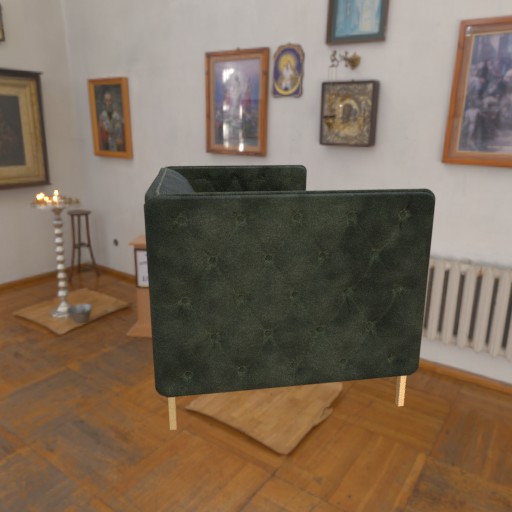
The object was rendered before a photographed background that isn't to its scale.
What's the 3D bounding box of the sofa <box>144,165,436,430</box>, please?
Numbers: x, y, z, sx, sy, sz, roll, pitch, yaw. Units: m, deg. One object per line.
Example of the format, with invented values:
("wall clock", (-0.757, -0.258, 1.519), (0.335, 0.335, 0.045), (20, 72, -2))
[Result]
("sofa", (0.000, 0.000, 2.086), (0.895, 0.768, 1.537), (-2, 15, -9))
